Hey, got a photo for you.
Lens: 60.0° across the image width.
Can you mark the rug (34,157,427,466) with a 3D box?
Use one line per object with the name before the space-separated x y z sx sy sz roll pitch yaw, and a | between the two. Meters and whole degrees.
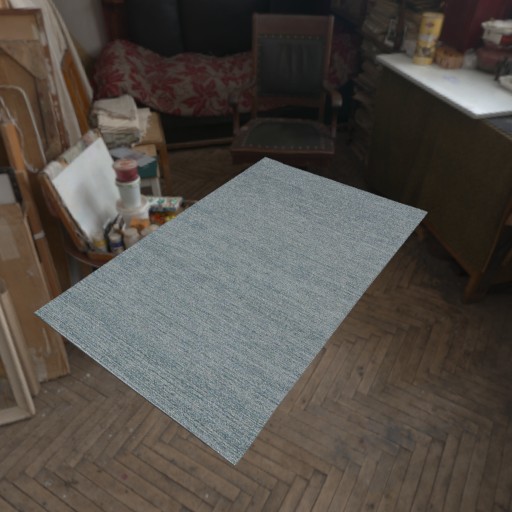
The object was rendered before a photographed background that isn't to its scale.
rug | 0.000 0.000 2.325 1.174 0.022 1.853 25 47 27
